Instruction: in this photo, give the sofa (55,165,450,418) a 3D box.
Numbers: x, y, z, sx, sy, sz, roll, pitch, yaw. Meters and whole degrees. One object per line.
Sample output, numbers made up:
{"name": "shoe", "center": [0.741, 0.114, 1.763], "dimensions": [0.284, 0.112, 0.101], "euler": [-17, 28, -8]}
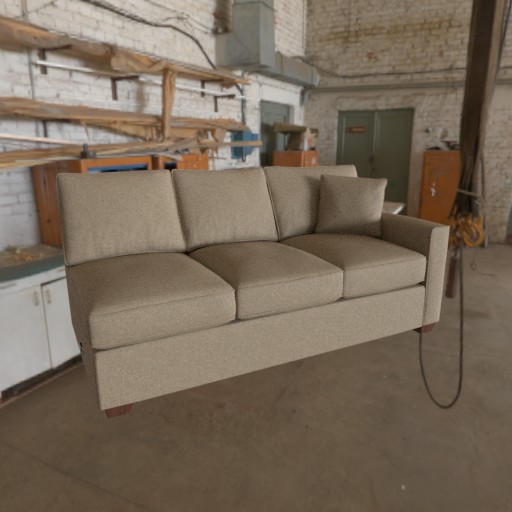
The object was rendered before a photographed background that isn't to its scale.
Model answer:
{"name": "sofa", "center": [0.000, 0.000, 2.497], "dimensions": [1.963, 0.946, 1.034], "euler": [-7, 16, -27]}
